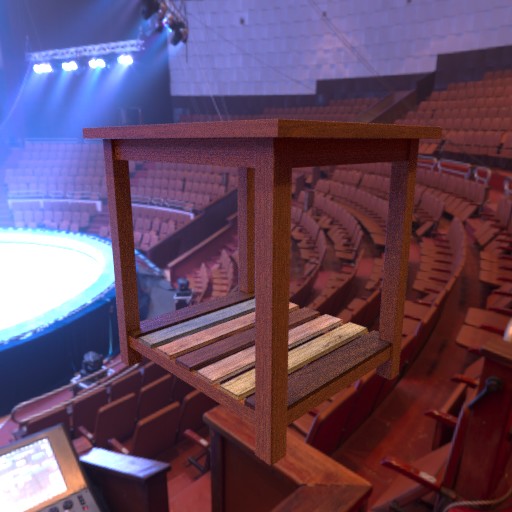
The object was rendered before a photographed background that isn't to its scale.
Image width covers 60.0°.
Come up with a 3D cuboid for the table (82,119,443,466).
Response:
[{"bbox_3d":[0.000,0.000,1.141,0.559,0.635,0.660,-14,20,-43],"label":"table"}]
